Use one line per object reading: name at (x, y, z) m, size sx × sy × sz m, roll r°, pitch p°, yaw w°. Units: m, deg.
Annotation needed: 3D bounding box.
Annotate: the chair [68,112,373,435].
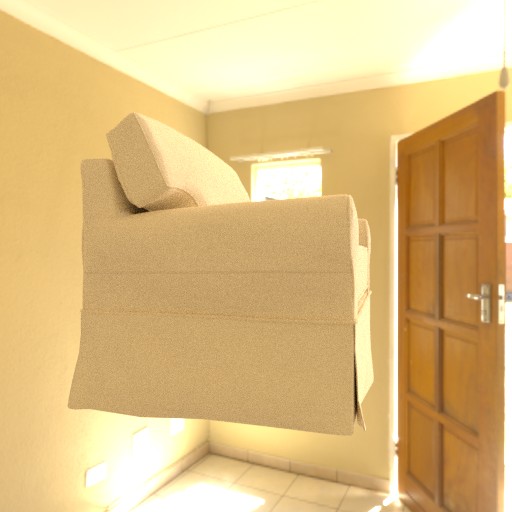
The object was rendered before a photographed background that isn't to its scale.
chair at (0.000, 0.000, 1.762) m, size 0.904 × 0.958 × 1.099 m, roll 0°, pitch 0°, yaw 17°
